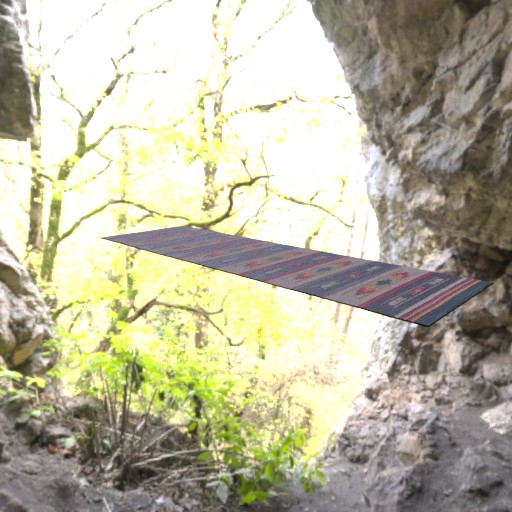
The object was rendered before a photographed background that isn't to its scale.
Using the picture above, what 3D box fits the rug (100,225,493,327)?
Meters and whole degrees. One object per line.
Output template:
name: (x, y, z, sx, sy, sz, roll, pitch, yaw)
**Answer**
rug: (0.000, 0.000, 2.684, 2.440, 0.009, 0.760, 12, 18, 42)
